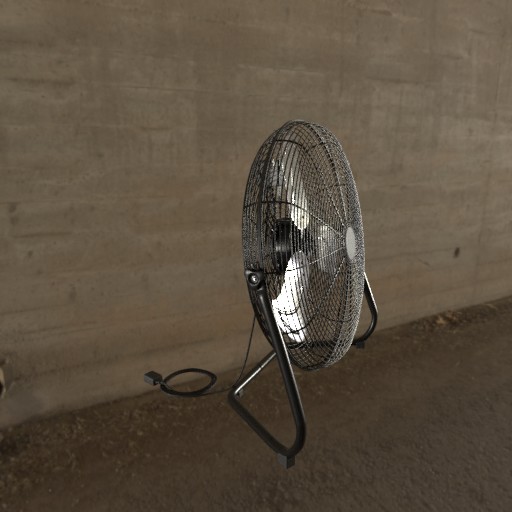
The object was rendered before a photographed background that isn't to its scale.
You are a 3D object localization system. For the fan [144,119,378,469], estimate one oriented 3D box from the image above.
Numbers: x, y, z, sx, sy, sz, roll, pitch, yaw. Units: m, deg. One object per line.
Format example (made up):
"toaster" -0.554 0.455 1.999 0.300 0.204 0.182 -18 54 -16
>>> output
"fan" 0.000 0.000 1.035 0.470 0.605 0.595 6 15 26
